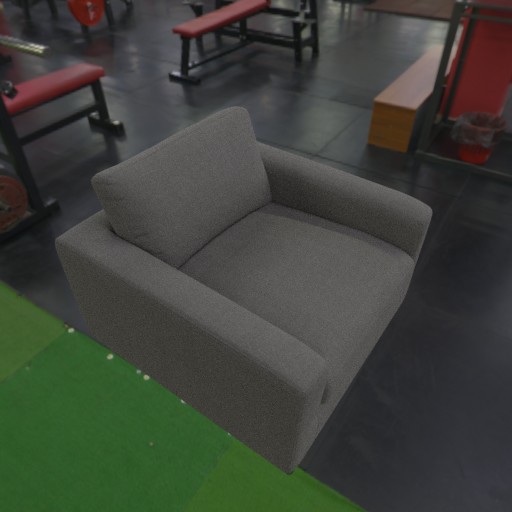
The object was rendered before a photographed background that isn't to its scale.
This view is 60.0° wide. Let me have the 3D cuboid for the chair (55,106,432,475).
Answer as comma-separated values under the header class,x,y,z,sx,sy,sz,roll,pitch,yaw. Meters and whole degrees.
class,x,y,z,sx,sy,sz,roll,pitch,yaw
chair,0.000,0.000,1.837,1.100,0.847,1.070,25,47,26
